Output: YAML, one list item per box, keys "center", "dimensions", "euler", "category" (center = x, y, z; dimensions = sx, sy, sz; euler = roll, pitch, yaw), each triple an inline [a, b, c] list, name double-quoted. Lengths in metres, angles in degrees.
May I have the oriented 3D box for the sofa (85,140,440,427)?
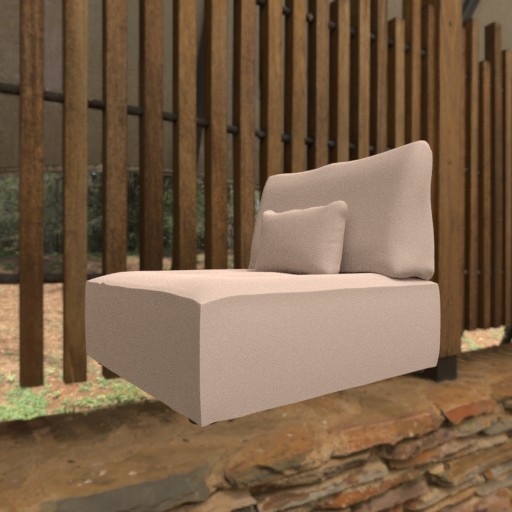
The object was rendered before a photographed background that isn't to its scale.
- center: [0.000, 0.000, 1.678]
  dimensions: [1.000, 0.828, 0.935]
  euler: [0, 0, -36]
  category: "sofa"
